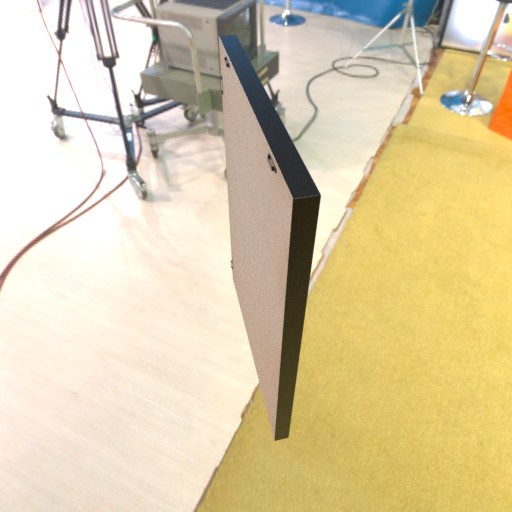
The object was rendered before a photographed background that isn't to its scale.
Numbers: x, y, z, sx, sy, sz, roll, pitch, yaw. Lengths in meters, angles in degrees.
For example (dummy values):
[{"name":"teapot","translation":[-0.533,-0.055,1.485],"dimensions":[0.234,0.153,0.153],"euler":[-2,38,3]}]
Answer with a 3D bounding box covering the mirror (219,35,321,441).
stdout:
[{"name":"mirror","translation":[0.000,0.000,0.938],"dimensions":[0.039,0.710,0.507],"euler":[-9,47,-9]}]
